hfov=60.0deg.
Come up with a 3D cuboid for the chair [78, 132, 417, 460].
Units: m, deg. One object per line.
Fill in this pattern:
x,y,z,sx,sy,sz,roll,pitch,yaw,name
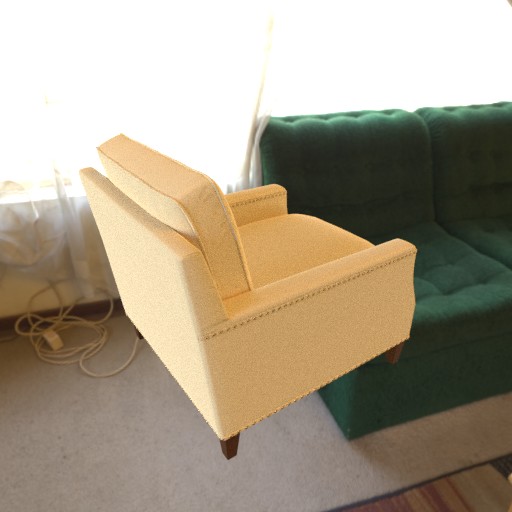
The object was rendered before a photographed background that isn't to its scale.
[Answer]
0.000,0.000,1.729,1.014,0.943,0.853,-18,33,-30,chair
